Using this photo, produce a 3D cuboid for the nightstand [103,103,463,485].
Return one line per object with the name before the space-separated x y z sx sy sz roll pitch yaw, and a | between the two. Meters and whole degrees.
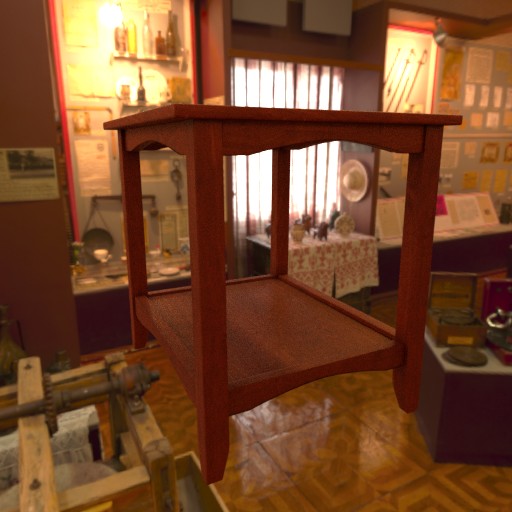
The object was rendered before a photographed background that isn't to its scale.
nightstand | 0.000 0.000 0.946 0.501 0.558 0.558 -7 16 -26
